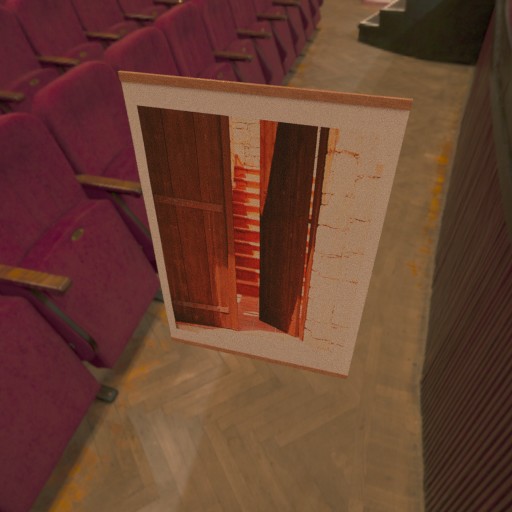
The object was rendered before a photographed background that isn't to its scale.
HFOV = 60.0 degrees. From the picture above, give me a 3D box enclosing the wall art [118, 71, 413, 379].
[{"bbox_3d":[0.000,0.000,1.987,1.019,1.527,0.019,10,42,11],"label":"wall art"}]
